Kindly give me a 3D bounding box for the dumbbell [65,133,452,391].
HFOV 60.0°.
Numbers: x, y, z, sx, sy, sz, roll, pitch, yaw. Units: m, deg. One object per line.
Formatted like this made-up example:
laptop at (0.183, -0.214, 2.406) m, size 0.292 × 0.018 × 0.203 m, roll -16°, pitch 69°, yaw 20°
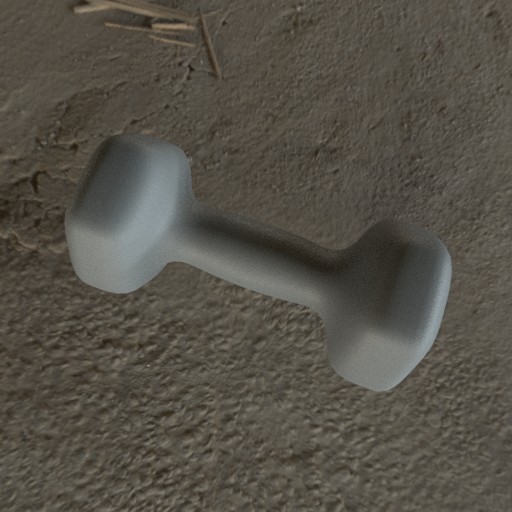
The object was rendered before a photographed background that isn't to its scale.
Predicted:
dumbbell at (0.000, 0.000, 0.232) m, size 0.184 × 0.081 × 0.090 m, roll 20°, pitch 77°, yaw 5°
